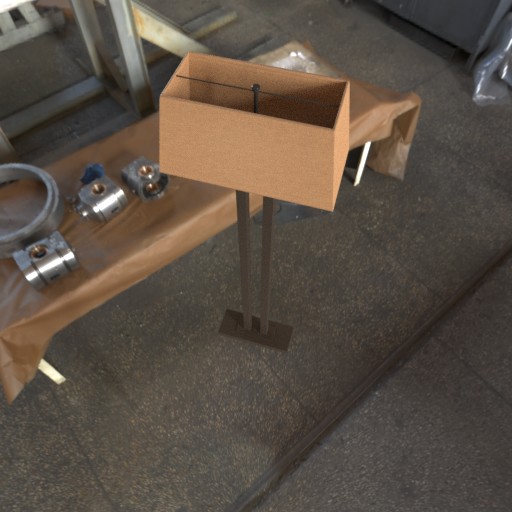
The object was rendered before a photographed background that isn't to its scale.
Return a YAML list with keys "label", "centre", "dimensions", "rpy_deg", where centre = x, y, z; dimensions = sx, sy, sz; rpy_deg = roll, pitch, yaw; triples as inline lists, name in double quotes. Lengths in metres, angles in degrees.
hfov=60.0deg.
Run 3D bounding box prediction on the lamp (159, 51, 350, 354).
- label: "lamp"
  centre: [0.000, 0.000, 1.639]
  dimensions: [0.475, 1.469, 0.233]
  rpy_deg: [14, 59, 9]
